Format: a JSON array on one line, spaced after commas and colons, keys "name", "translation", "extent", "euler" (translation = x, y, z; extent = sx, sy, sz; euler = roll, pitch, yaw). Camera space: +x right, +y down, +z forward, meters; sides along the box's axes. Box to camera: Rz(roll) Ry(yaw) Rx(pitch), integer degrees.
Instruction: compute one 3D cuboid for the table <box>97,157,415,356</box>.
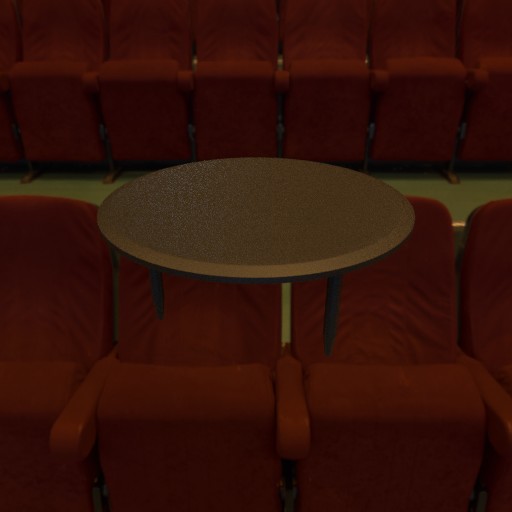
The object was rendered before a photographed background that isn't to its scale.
[{"name": "table", "translation": [0.000, 0.000, 1.404], "extent": [0.900, 0.400, 0.900], "euler": [0, 28, 0]}]
